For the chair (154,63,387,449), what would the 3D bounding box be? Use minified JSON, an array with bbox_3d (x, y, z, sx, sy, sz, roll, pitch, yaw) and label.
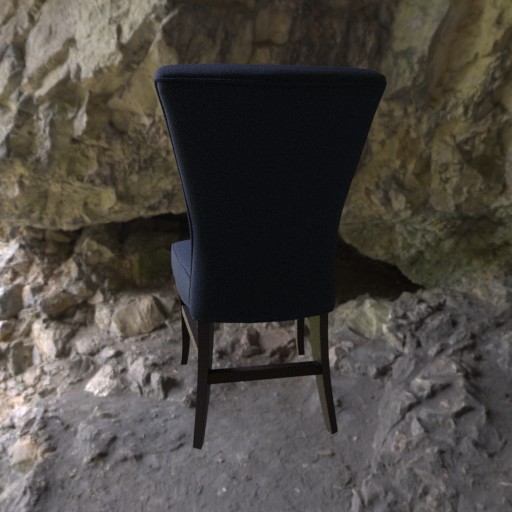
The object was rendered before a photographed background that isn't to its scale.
[{"bbox_3d":[0.000,0.000,1.332,0.520,0.991,0.660,-2,15,-9],"label":"chair"}]
